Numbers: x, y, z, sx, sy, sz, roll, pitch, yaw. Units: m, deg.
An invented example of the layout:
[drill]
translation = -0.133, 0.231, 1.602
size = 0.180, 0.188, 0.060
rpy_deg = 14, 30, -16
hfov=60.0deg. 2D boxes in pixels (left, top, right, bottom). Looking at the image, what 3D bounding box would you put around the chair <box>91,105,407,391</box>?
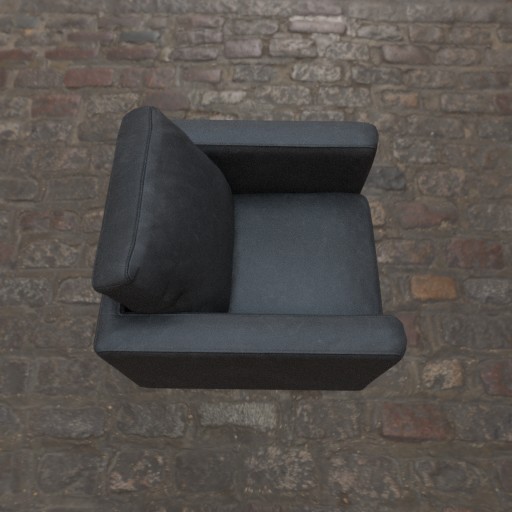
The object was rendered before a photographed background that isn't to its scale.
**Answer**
[chair]
translation = 0.000, 0.000, 1.558
size = 0.879, 0.898, 0.831
rpy_deg = 1, 64, 0
